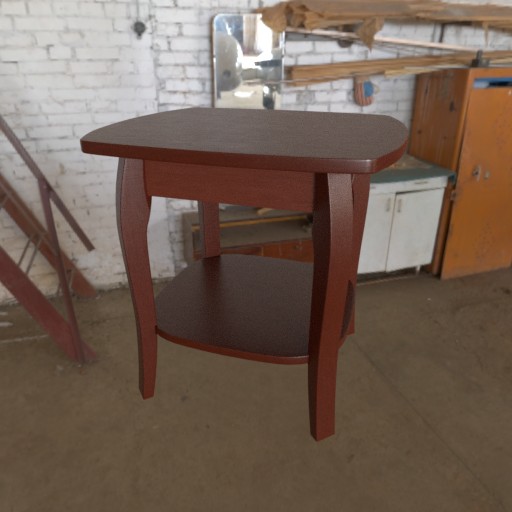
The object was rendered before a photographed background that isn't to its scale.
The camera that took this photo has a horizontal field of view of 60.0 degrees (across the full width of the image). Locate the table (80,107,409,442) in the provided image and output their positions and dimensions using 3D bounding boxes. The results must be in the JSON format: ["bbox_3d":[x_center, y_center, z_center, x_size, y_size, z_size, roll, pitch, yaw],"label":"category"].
[{"bbox_3d":[0.000,0.000,0.867,0.502,0.496,0.433,8,26,16],"label":"table"}]
